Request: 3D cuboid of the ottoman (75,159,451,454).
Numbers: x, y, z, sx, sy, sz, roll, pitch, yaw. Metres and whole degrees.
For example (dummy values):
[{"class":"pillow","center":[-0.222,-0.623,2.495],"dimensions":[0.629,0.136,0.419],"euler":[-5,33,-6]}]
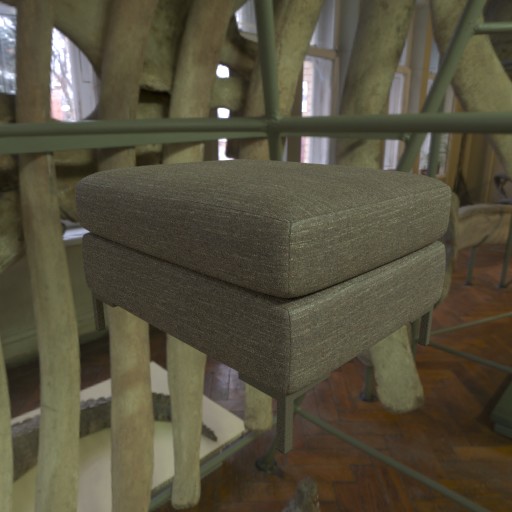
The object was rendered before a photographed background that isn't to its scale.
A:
[{"class":"ottoman","center":[0.000,0.000,1.229],"dimensions":[0.820,0.490,0.671],"euler":[16,23,42]}]
